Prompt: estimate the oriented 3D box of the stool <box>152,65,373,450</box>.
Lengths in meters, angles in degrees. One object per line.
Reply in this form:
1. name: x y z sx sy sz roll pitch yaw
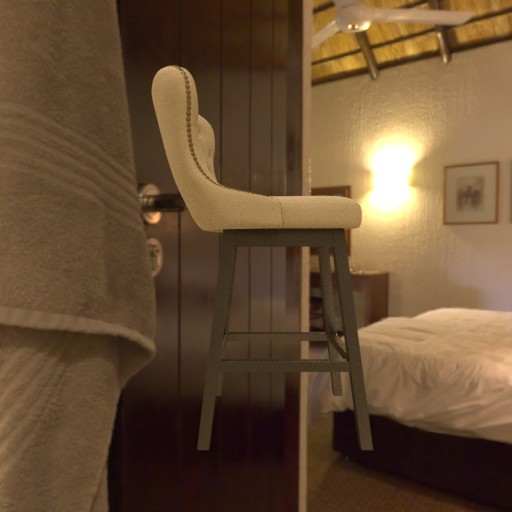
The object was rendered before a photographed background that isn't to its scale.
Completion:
1. stool: 0.000 0.000 1.320 0.593 0.971 0.528 0 2 0
